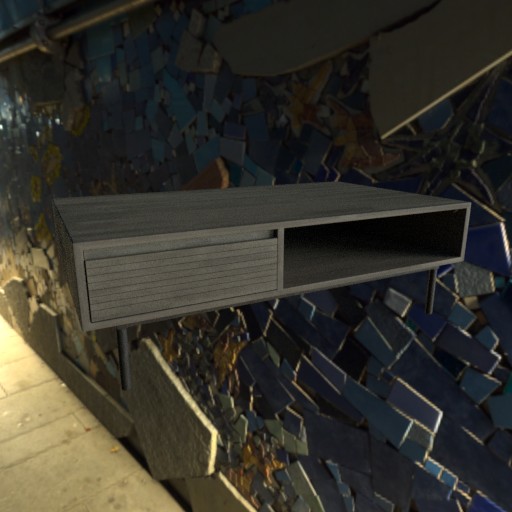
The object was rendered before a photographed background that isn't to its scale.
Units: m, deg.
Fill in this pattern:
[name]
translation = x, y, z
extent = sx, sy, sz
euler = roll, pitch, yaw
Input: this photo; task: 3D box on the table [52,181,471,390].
[table]
translation = 0.000, 0.000, 1.376
extent = 1.088, 0.347, 0.643
euler = -8, 17, -26
